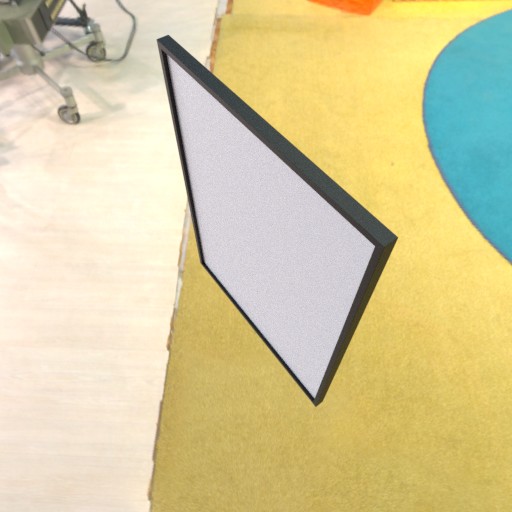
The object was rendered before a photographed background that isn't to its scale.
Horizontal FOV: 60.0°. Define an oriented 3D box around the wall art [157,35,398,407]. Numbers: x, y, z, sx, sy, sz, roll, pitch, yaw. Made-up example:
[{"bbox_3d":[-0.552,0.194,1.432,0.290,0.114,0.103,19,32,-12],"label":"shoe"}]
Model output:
[{"bbox_3d":[0.000,0.000,1.408,0.036,1.070,0.802,-32,62,-19],"label":"wall art"}]
